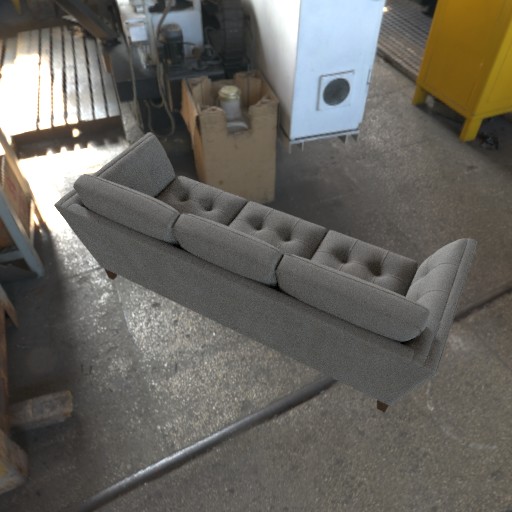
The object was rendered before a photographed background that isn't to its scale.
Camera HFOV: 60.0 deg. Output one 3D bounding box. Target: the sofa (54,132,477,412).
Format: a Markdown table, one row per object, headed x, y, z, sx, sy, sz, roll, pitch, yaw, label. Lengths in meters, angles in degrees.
| x | y | z | sx | sy | sz | roll | pitch | yaw | label |
| --- | --- | --- | --- | --- | --- | --- | --- | --- | --- |
| 0.000 | 0.000 | 2.883 | 2.387 | 0.940 | 0.965 | 22 | 51 | 19 | sofa |
